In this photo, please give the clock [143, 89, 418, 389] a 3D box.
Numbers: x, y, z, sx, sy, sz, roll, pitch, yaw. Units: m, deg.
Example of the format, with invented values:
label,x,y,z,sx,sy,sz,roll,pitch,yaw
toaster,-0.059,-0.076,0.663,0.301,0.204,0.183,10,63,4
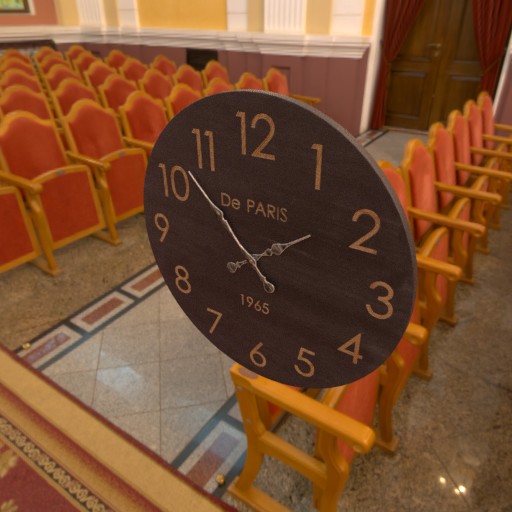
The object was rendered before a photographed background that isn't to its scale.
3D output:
label,x,y,z,sx,sy,sz,roll,pitch,yaw
clock,0.000,0.000,0.843,0.595,0.595,0.029,19,35,30
